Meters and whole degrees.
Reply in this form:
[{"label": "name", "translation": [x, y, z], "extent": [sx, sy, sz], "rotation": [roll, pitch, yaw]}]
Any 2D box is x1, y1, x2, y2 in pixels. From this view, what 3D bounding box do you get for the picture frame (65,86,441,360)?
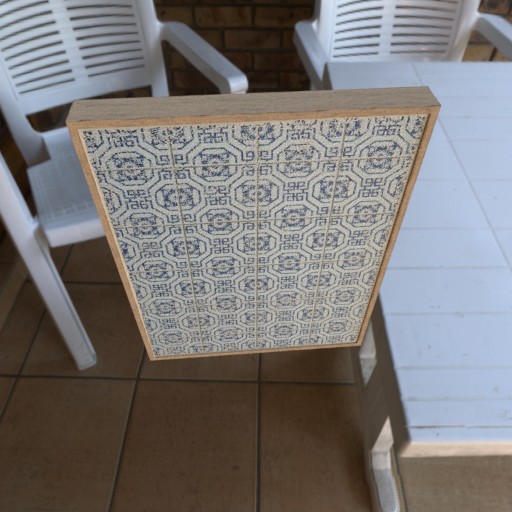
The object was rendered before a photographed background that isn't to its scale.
[{"label": "picture frame", "translation": [0.000, 0.000, 0.705], "extent": [0.421, 0.526, 0.046], "rotation": [-3, 48, -3]}]
